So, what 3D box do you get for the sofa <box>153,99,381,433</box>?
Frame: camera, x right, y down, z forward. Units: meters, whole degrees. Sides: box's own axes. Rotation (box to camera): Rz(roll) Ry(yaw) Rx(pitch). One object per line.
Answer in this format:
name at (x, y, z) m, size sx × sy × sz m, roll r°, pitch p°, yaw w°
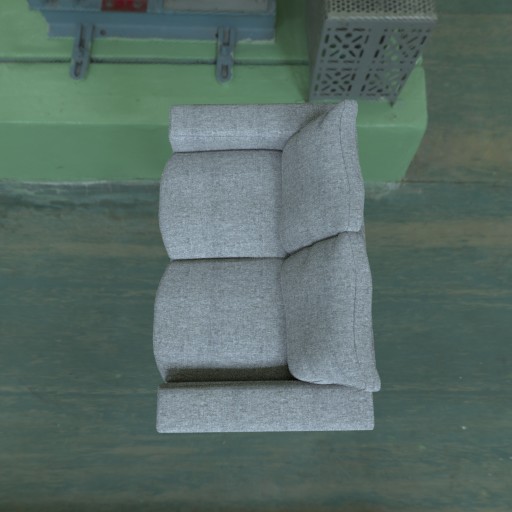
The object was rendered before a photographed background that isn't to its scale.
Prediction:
sofa at (0.000, 0.000, 2.400) m, size 1.094 × 0.877 × 1.758 m, roll -1°, pitch 75°, yaw 0°
